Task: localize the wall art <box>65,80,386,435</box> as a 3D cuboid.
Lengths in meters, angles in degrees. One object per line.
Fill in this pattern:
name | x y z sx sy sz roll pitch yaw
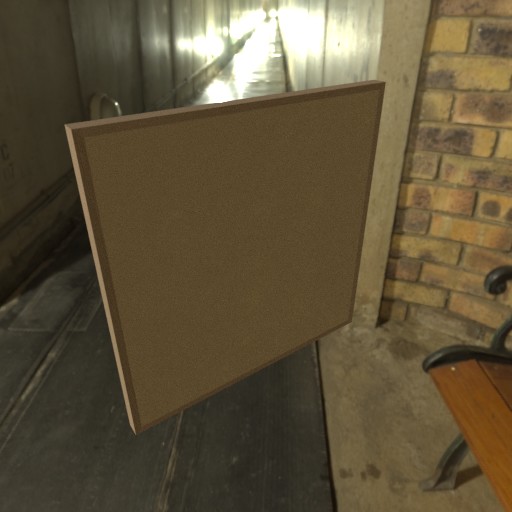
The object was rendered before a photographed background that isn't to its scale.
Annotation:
wall art | 0.000 0.000 1.114 0.761 0.758 0.038 -20 36 -30
